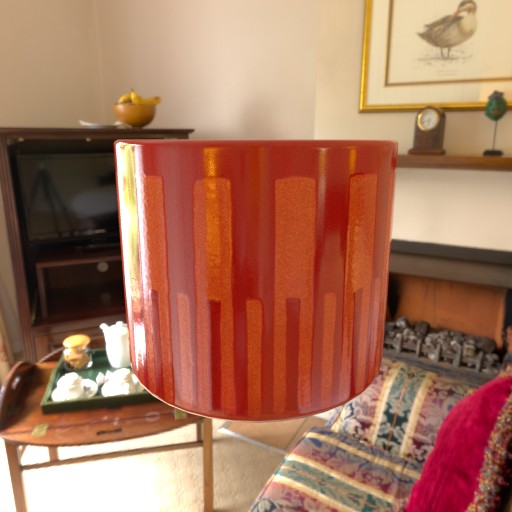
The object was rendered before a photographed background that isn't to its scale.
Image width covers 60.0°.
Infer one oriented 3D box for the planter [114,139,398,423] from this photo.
[{"bbox_3d":[0.000,0.000,0.398,0.230,0.202,0.230,0,15,0],"label":"planter"}]
